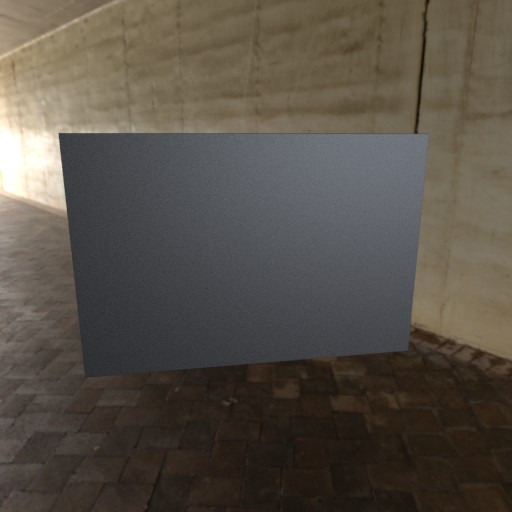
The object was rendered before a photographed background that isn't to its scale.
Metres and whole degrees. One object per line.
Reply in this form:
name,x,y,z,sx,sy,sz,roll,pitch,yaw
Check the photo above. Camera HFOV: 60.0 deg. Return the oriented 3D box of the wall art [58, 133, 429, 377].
wall art,0.000,0.000,1.520,1.192,0.811,0.013,-3,15,-9
